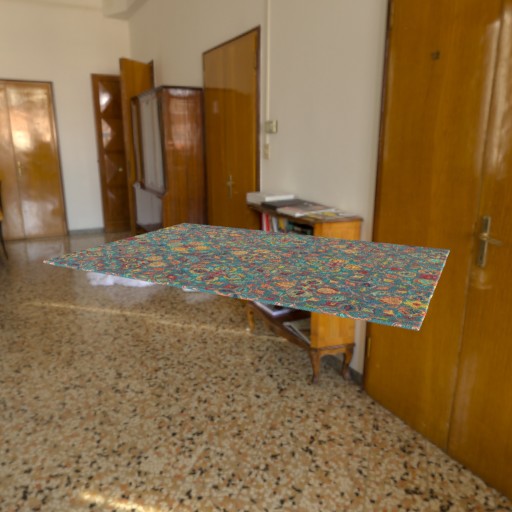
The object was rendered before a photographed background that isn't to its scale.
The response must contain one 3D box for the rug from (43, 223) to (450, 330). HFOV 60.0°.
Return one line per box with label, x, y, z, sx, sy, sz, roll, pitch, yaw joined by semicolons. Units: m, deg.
rug;0.000;0.000;2.384;1.836;0.014;1.216;7;16;26
